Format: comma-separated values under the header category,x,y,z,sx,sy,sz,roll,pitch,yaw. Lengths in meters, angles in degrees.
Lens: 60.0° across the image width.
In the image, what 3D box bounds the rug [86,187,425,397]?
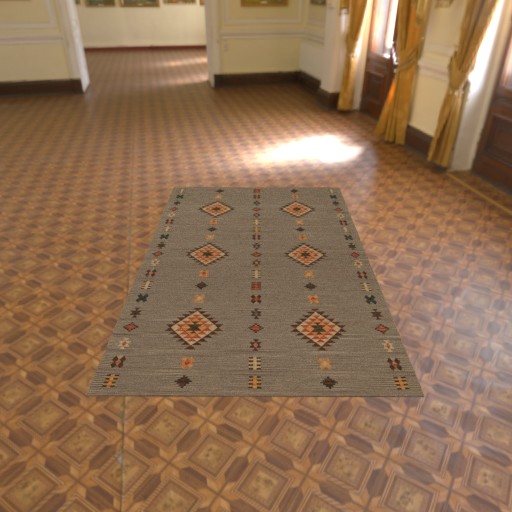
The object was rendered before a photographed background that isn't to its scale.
category,x,y,z,sx,sy,sz,roll,pitch,yaw
rug,0.000,0.000,3.016,1.515,0.007,2.427,0,31,0
